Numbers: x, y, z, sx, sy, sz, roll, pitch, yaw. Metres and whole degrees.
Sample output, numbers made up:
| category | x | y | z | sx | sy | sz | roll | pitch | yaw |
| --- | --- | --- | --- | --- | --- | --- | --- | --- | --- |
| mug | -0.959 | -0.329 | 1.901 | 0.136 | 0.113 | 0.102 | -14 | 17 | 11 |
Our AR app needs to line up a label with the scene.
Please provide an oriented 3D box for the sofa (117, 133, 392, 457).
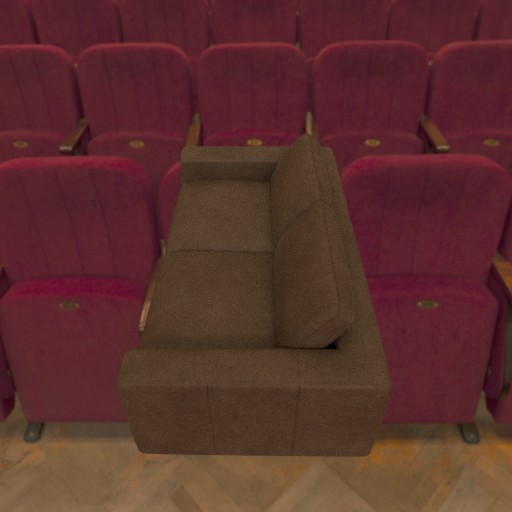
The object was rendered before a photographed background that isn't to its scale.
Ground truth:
| category | x | y | z | sx | sy | sz | roll | pitch | yaw |
| --- | --- | --- | --- | --- | --- | --- | --- | --- | --- |
| sofa | 0.000 | 0.000 | 2.470 | 1.070 | 0.800 | 1.920 | 0 | 41 | 0 |
